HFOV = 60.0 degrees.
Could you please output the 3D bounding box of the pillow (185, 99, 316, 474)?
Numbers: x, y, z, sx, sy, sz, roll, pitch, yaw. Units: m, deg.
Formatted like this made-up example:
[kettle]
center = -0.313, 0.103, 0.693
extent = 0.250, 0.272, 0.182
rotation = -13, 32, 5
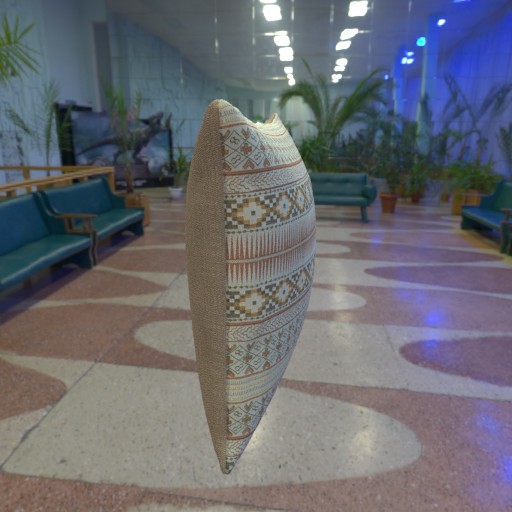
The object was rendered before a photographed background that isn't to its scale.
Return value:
[pillow]
center = 0.000, 0.000, 0.812
extent = 0.215, 0.519, 0.521
rotation = 3, 16, 9
